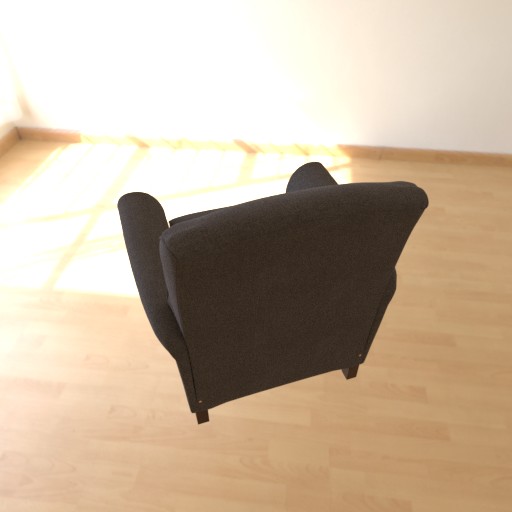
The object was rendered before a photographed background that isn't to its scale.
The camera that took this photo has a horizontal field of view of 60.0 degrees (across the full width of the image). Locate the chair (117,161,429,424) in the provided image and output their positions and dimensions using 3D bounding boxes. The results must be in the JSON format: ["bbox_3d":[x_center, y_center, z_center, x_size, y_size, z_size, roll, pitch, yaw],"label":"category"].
[{"bbox_3d":[0.000,0.000,1.760,0.978,1.061,0.905,-12,42,-14],"label":"chair"}]
